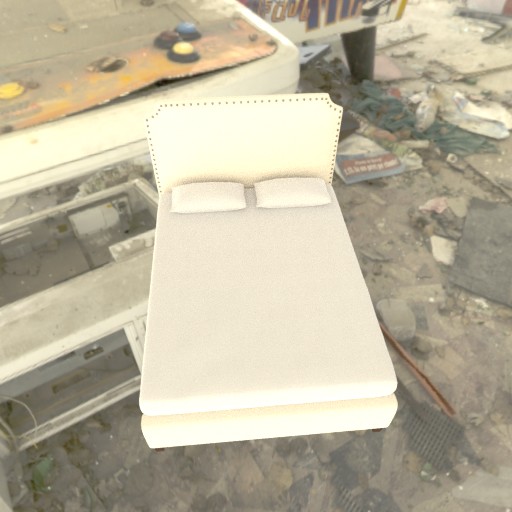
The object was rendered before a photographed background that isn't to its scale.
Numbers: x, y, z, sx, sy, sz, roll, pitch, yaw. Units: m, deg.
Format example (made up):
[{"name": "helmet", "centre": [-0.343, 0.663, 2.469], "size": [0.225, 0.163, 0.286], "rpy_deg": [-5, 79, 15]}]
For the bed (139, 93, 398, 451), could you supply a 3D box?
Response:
[{"name": "bed", "centre": [0.000, 0.000, 3.462], "size": [1.712, 1.497, 2.372], "rpy_deg": [-4, 47, -3]}]
